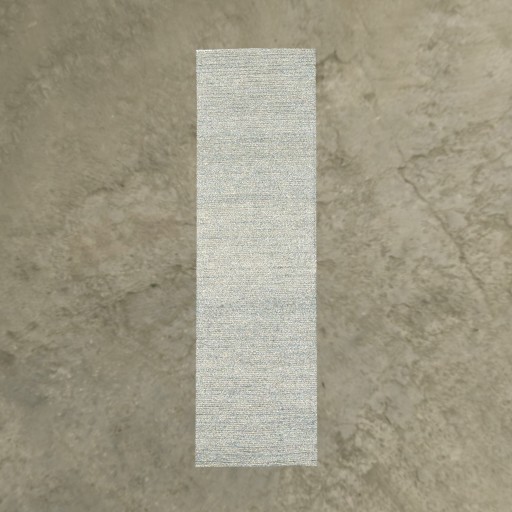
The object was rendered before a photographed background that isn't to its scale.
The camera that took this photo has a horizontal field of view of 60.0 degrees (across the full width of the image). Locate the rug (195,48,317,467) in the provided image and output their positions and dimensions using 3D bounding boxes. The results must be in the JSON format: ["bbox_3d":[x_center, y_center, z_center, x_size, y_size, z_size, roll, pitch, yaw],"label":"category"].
[{"bbox_3d":[0.000,0.000,2.471,0.675,0.037,2.341,0,89,1],"label":"rug"}]
